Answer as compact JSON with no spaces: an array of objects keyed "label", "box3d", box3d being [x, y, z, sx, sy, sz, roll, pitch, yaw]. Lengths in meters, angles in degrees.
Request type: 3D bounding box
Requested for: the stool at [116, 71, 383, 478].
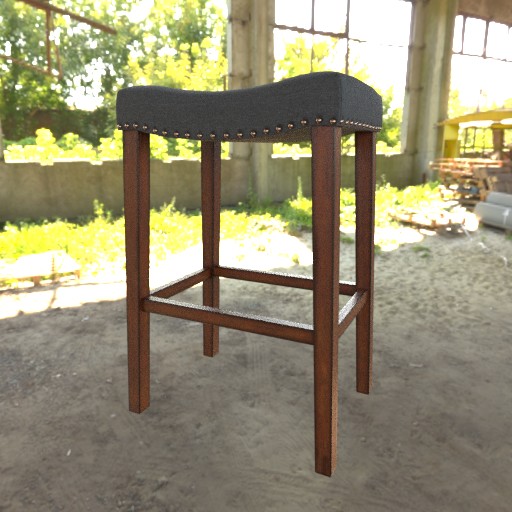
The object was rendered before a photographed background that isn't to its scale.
[{"label":"stool","box3d":[0.000,0.000,1.030,0.502,0.748,0.366,7,15,25]}]
